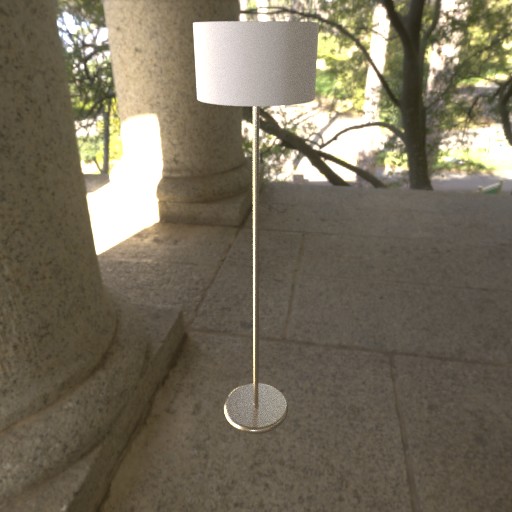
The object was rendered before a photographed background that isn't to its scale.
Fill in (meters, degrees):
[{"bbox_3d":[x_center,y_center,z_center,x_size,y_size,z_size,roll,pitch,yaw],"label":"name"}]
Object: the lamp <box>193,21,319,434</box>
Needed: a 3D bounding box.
[{"bbox_3d":[0.000,0.000,1.550,0.347,1.443,0.347,-9,28,-18],"label":"lamp"}]
